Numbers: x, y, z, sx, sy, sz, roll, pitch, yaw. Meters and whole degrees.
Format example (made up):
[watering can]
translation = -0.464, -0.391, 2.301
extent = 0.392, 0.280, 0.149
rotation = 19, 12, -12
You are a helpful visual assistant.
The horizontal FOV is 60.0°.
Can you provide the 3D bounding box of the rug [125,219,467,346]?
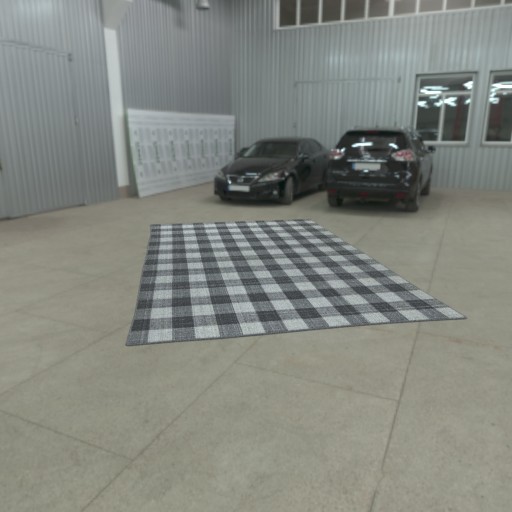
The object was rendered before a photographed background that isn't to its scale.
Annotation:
[rug]
translation = 0.000, 0.000, 3.094
extent = 1.554, 0.011, 2.476
rotation = -3, 16, -10
